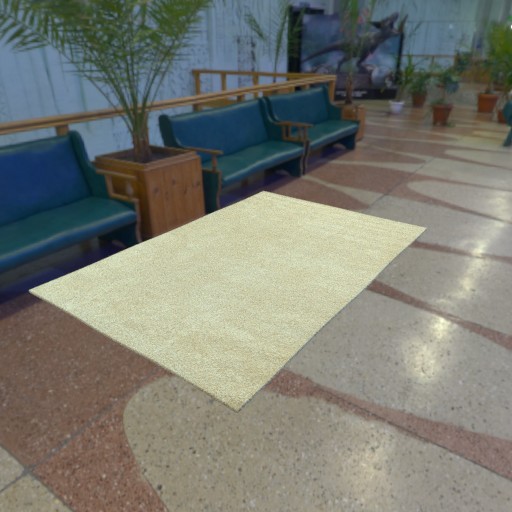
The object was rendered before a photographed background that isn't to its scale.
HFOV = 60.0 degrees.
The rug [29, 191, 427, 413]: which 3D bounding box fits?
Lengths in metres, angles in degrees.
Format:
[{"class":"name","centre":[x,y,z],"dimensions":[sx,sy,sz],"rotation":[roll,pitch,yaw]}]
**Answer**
[{"class":"rug","centre":[0.000,0.000,3.473],"dimensions":[1.800,0.025,2.699],"rotation":[18,31,32]}]
